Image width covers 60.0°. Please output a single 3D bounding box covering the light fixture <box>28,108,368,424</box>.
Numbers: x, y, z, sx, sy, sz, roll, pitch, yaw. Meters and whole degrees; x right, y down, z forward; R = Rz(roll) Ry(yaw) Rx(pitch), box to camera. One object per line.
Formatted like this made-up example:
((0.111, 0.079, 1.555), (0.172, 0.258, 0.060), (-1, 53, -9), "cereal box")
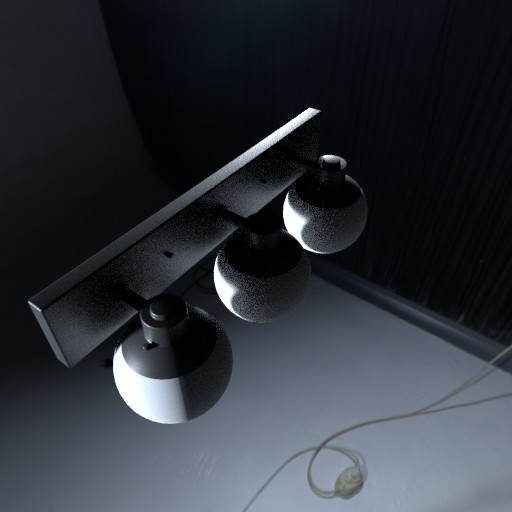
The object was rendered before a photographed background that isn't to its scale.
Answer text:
((0.000, 0.000, 0.836), (0.218, 0.263, 0.721), (26, 49, 26), "light fixture")
